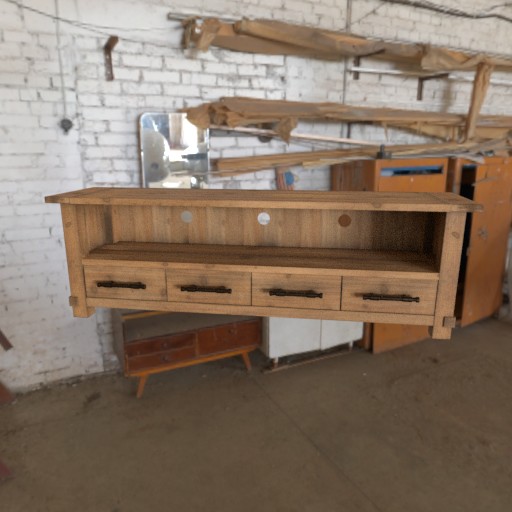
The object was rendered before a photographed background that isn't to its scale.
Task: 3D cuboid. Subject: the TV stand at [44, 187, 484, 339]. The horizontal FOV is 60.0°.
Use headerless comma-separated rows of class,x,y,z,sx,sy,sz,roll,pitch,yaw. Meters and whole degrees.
TV stand,0.000,0.000,2.072,1.804,0.573,0.453,2,15,8
